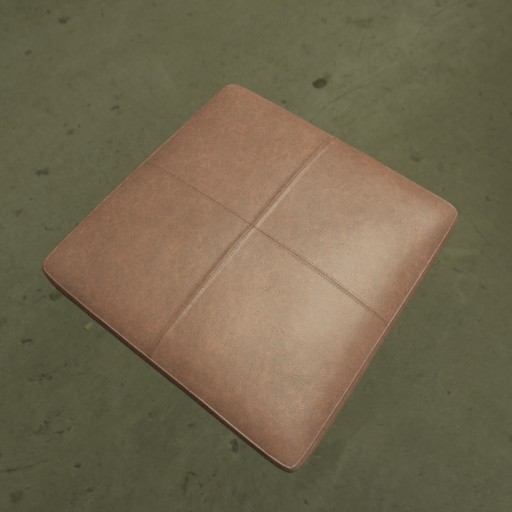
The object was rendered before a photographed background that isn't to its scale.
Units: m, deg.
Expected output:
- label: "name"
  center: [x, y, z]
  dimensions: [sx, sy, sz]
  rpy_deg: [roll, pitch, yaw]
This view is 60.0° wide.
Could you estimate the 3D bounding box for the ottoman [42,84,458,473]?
- label: "ottoman"
  center: [0.000, 0.000, 1.791]
  dimensions: [1.168, 0.490, 1.168]
  rpy_deg: [34, 70, 15]
